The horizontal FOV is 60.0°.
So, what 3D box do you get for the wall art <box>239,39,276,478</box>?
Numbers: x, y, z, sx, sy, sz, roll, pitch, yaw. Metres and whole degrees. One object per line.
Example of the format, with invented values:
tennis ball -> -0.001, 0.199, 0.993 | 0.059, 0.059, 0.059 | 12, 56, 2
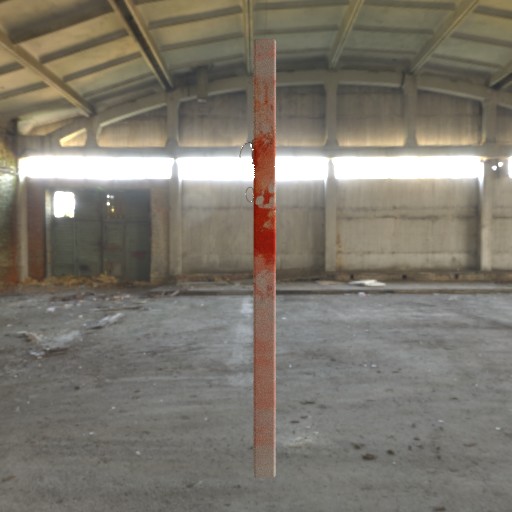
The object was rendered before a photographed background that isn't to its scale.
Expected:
wall art -> 0.000, 0.000, 1.124 | 0.064, 0.746, 0.747 | 0, 1, 0
